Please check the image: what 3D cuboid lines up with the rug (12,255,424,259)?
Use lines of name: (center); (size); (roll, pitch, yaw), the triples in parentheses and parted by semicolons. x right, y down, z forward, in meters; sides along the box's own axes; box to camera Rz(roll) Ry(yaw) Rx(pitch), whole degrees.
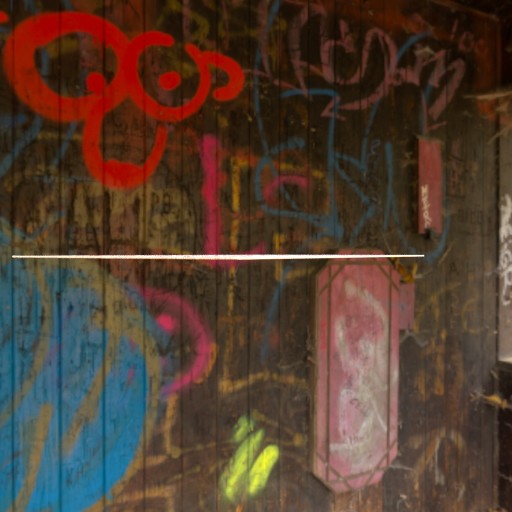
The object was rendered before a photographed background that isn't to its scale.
rug: (0.000, 0.000, 2.956); (1.545, 0.010, 2.440); (0, 0, 35)
